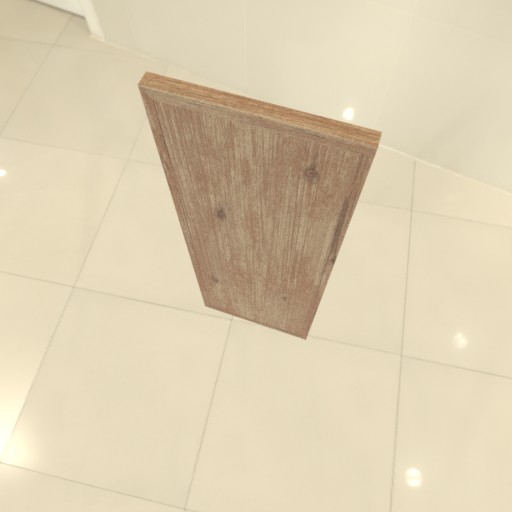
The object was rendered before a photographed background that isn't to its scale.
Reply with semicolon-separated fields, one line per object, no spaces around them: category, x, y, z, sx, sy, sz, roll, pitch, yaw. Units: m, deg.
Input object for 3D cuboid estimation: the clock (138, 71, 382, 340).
clock;0.000;0.000;1.066;0.361;0.965;0.030;17;65;8
